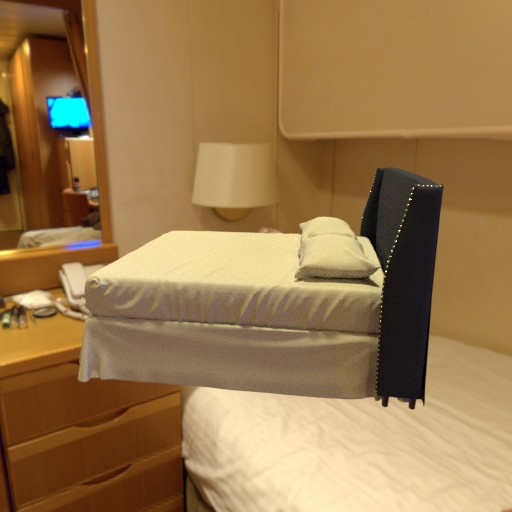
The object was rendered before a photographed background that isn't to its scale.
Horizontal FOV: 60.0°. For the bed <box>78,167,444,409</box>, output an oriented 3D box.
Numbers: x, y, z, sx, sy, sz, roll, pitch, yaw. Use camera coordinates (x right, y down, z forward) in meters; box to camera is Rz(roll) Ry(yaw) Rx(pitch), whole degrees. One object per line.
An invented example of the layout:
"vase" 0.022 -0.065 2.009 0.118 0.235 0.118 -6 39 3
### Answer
"bed" 0.000 0.000 3.490 2.276 1.332 1.925 2 14 9
